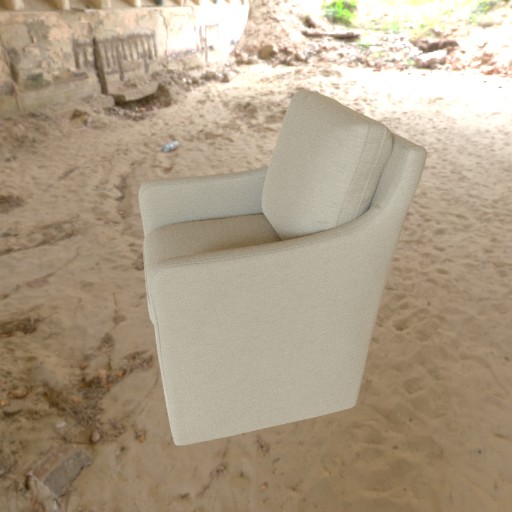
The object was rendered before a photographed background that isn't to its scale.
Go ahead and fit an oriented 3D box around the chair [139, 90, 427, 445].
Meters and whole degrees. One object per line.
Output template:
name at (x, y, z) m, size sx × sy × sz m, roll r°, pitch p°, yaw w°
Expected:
chair at (0.000, 0.000, 1.404) m, size 0.694 × 0.914 × 0.626 m, roll -8°, pitch 31°, yaw -13°
